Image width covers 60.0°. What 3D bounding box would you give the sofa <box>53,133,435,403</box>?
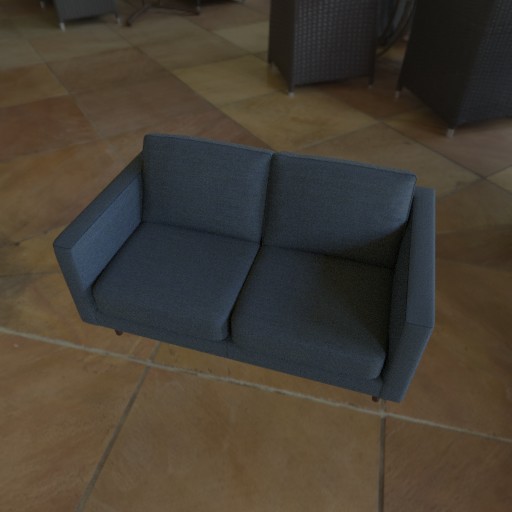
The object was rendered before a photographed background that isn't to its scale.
[{"bbox_3d":[0.000,0.000,2.309,1.659,0.907,0.999,11,43,12],"label":"sofa"}]
